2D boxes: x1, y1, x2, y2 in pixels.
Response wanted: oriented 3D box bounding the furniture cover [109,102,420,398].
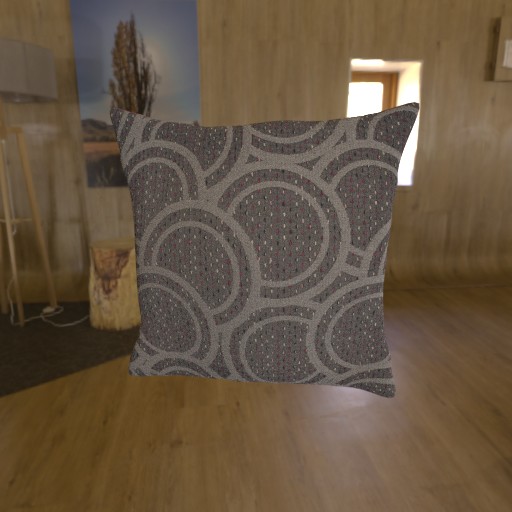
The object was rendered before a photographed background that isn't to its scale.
[{"bbox_3d":[0.000,0.000,0.788,0.514,0.513,0.163,2,14,9],"label":"furniture cover"}]
